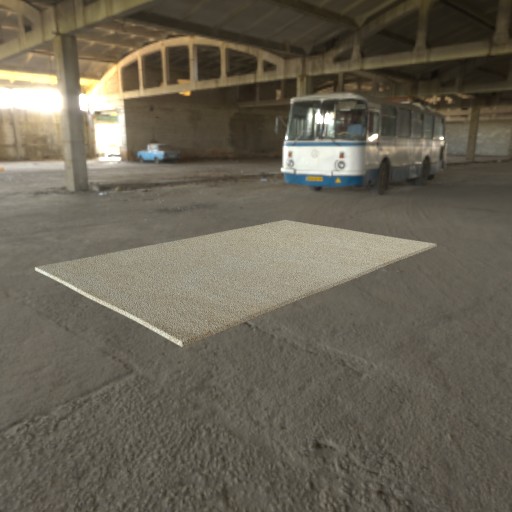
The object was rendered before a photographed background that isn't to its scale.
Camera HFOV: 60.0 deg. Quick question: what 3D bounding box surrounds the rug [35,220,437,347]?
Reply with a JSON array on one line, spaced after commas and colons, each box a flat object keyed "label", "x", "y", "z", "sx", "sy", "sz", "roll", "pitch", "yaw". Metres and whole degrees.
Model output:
[{"label": "rug", "x": 0.000, "y": 0.000, "z": 3.023, "sx": 1.500, "sy": 0.025, "sz": 2.346, "roll": 14, "pitch": 20, "yaw": 43}]
